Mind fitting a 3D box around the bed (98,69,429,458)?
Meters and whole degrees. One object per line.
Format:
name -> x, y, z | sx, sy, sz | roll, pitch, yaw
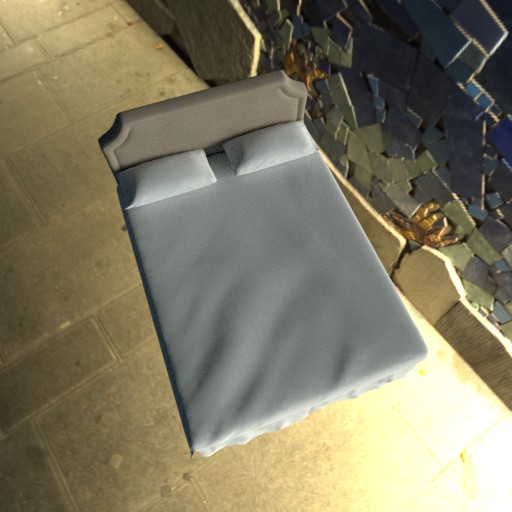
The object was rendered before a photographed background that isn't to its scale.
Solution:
bed -> 0.000, 0.000, 3.581 | 1.977, 1.293, 2.498 | -19, 65, -9
